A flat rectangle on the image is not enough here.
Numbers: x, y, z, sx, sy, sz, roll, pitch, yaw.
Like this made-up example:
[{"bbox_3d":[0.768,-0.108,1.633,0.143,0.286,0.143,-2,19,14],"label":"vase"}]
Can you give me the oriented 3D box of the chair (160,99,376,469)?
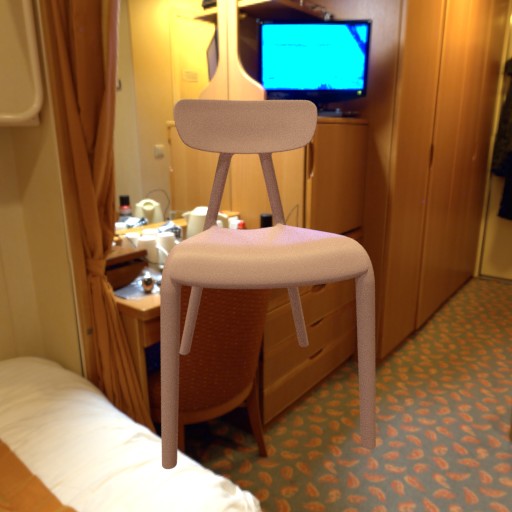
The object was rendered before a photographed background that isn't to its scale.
[{"bbox_3d":[0.000,0.000,0.834,0.356,0.580,0.401,-2,15,-8],"label":"chair"}]
